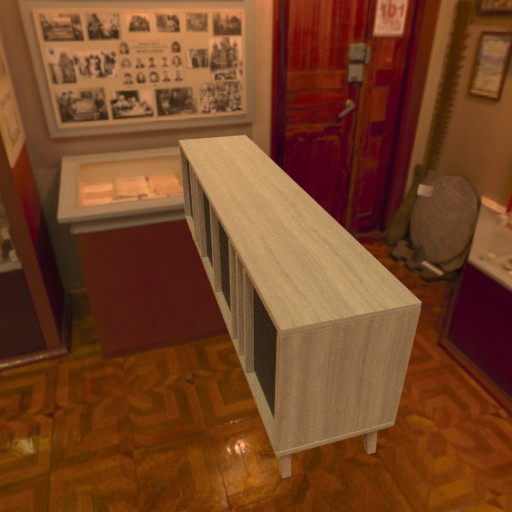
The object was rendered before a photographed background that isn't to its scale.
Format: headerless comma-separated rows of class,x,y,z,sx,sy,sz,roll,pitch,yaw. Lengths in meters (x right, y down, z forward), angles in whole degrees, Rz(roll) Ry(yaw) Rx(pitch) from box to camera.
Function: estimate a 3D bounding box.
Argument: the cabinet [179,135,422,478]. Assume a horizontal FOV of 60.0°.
cabinet,0.000,0.000,2.512,0.499,0.779,2.198,-8,31,-14
